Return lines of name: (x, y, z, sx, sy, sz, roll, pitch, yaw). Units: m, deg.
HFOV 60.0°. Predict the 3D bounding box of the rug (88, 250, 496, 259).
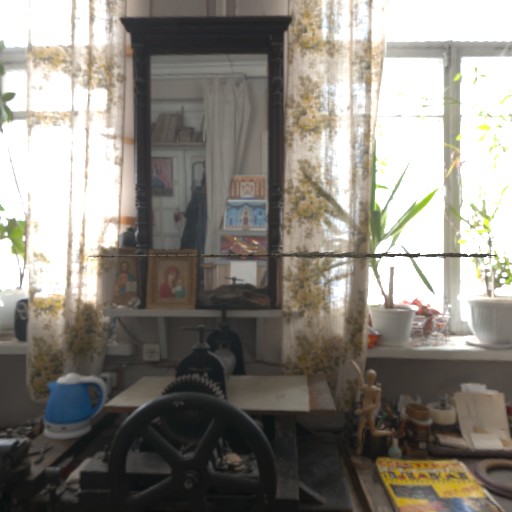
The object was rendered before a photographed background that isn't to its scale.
rug: (0.000, 0.000, 2.973, 1.495, 0.035, 2.472, 0, 0, -37)
